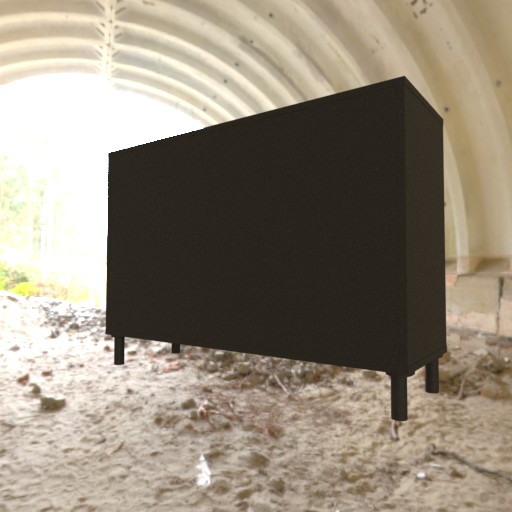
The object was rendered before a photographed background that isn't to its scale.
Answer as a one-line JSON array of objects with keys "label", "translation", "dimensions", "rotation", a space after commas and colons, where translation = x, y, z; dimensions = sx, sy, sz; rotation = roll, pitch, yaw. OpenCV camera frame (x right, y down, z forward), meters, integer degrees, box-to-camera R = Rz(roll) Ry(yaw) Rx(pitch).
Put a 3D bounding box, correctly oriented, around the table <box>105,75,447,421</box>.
[{"label": "table", "translation": [0.000, 0.000, 1.594], "dimensions": [1.200, 0.855, 0.400], "rotation": [-1, -3, 36]}]
